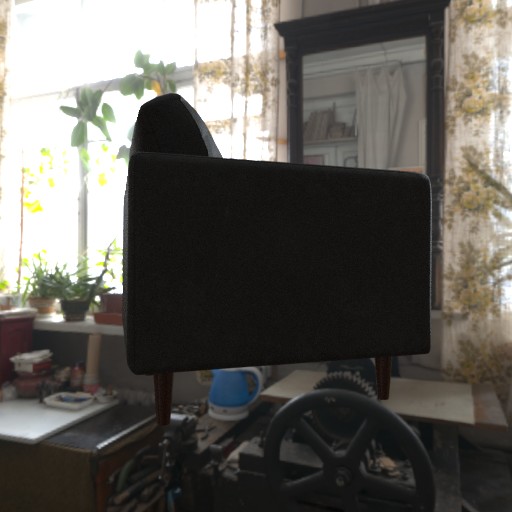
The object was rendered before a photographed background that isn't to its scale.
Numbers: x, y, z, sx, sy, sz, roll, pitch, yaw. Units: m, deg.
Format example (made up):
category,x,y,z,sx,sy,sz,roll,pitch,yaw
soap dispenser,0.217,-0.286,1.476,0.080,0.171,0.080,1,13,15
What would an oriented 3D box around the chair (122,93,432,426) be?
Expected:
category,x,y,z,sx,sy,sz,roll,pitch,yaw
chair,0.000,0.000,1.536,0.879,0.898,0.831,0,0,-18
